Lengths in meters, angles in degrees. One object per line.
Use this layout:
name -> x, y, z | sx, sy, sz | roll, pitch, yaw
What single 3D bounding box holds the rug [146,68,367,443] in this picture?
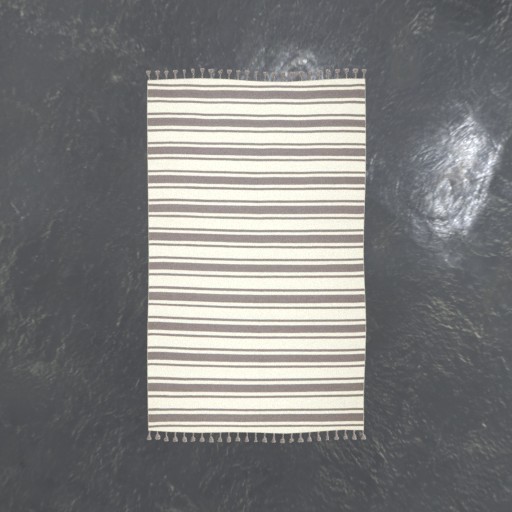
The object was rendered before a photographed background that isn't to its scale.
rug -> 0.000, 0.000, 2.478 | 1.229, 0.011, 2.096 | 0, 90, 1
